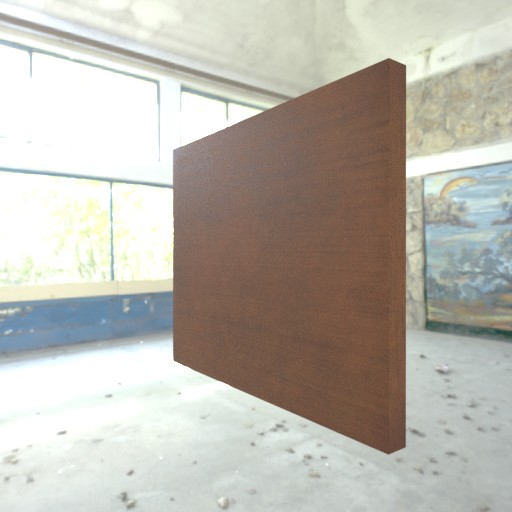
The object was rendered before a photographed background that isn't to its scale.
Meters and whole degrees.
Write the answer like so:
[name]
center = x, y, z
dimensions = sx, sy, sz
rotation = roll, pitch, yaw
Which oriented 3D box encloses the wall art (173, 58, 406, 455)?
[wall art]
center = 0.000, 0.000, 0.744
dimensions = 0.033, 0.457, 0.558
rotation = 0, 0, -37
